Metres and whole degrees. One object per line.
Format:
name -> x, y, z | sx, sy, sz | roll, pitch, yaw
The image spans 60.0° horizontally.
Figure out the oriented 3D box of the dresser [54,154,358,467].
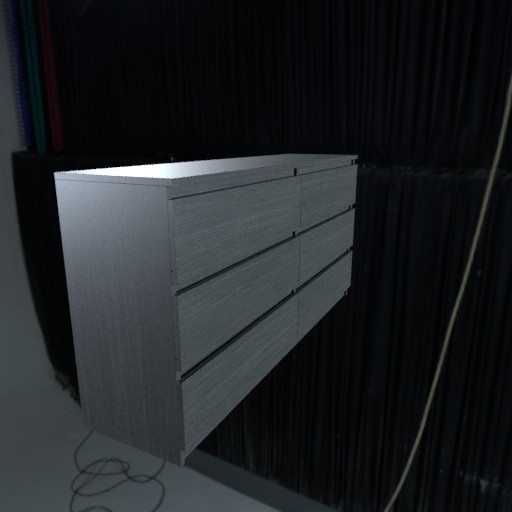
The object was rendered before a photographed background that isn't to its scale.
dresser -> 0.000, 0.000, 1.893 | 0.400, 0.795, 1.590 | 8, 17, 27
